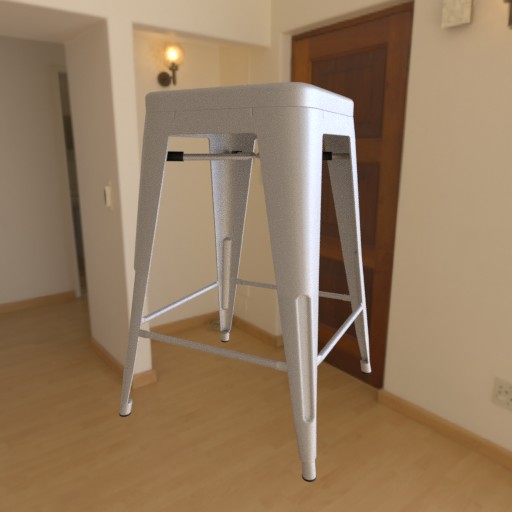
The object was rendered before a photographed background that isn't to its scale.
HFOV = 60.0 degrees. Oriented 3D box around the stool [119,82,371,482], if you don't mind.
[{"bbox_3d":[0.000,0.000,0.892,0.410,0.608,0.410,7,15,26],"label":"stool"}]
